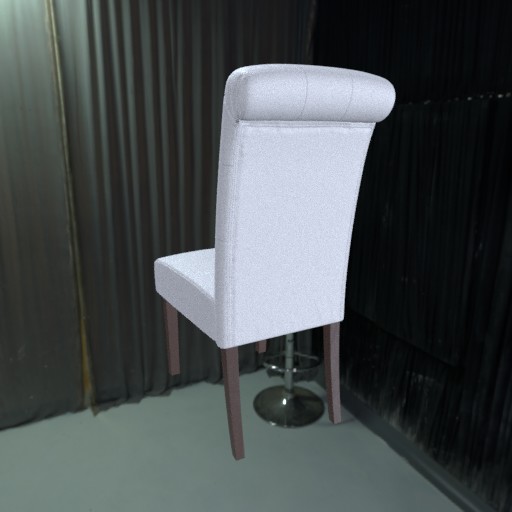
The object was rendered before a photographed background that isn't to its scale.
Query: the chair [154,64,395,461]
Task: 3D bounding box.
[{"bbox_3d":[0.000,0.000,1.351,0.456,1.006,0.671,-8,17,-27],"label":"chair"}]
